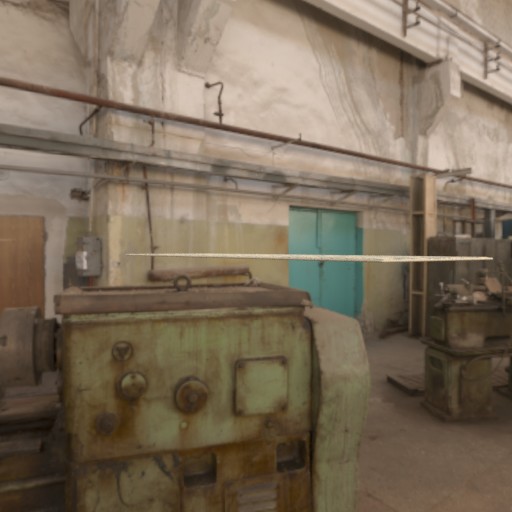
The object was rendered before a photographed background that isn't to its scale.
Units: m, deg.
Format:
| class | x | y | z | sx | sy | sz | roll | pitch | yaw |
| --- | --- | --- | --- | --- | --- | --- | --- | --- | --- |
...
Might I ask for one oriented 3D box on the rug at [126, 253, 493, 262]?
| class | x | y | z | sx | sy | sz | roll | pitch | yaw |
| --- | --- | --- | --- | --- | --- | --- | --- | --- | --- |
| rug | 0.000 | 0.000 | 2.397 | 0.662 | 0.011 | 2.196 | -1 | 1 | -36 |
